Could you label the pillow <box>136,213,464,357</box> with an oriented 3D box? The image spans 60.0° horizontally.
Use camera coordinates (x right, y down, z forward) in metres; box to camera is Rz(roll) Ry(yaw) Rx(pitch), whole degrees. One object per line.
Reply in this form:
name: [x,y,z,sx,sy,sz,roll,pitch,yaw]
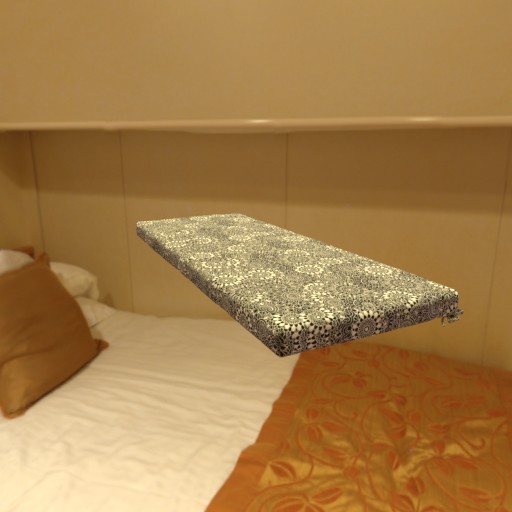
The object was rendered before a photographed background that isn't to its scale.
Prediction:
pillow: [0.000,0.000,1.362,0.492,0.081,1.187,-7,17,-26]
